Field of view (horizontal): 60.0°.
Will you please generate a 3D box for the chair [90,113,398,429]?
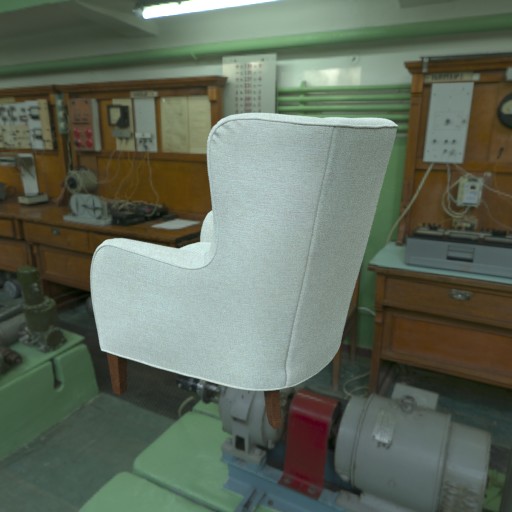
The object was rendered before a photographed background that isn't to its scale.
[{"bbox_3d":[0.000,0.000,1.726,0.966,1.040,0.838,8,18,25],"label":"chair"}]
